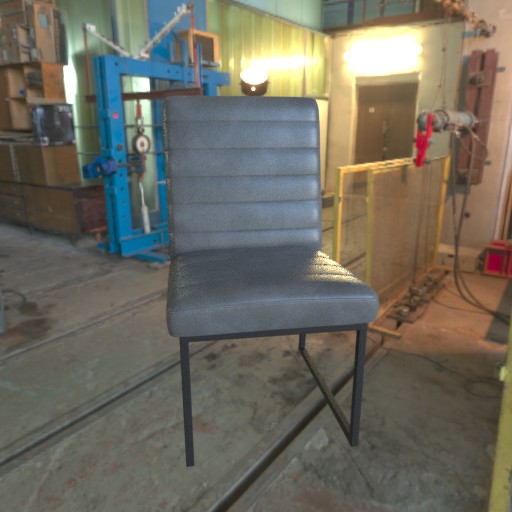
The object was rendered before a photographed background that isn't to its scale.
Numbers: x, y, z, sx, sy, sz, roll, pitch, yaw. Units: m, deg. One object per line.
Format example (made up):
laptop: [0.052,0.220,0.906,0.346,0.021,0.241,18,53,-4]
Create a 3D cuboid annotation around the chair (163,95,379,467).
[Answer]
chair: [0.000,0.000,1.321,0.520,0.930,0.634,-3,17,-9]
